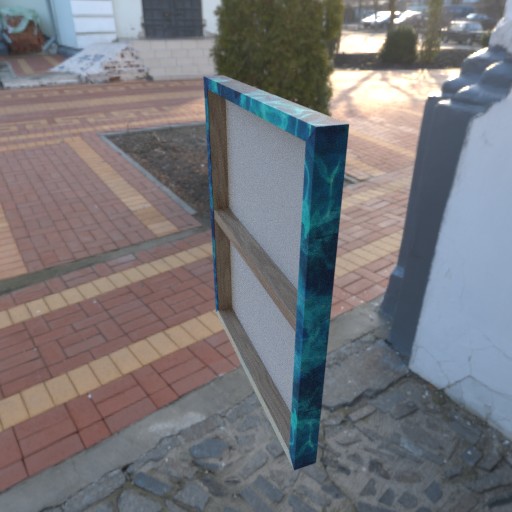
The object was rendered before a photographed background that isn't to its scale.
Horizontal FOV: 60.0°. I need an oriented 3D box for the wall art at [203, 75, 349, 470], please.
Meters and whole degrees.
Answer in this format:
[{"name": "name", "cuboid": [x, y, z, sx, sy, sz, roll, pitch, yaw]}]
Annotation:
[{"name": "wall art", "cuboid": [0.000, 0.000, 0.729, 0.038, 0.508, 0.432, -10, 30, -18]}]
